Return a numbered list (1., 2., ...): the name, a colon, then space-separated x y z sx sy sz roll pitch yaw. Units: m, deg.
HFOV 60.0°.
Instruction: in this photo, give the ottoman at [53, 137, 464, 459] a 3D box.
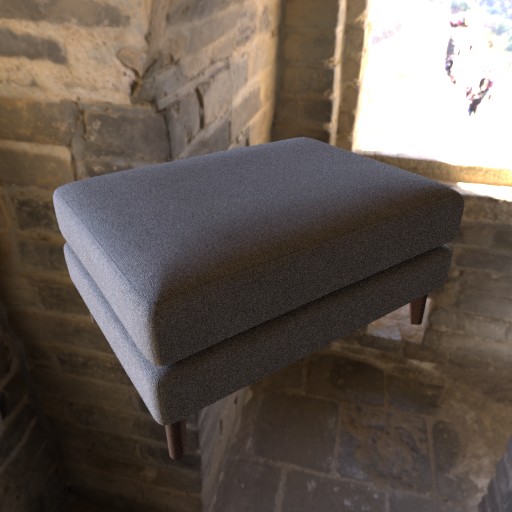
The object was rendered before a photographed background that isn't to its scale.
1. ottoman: 0.000 0.000 1.151 0.821 0.441 0.611 -19 35 -29
